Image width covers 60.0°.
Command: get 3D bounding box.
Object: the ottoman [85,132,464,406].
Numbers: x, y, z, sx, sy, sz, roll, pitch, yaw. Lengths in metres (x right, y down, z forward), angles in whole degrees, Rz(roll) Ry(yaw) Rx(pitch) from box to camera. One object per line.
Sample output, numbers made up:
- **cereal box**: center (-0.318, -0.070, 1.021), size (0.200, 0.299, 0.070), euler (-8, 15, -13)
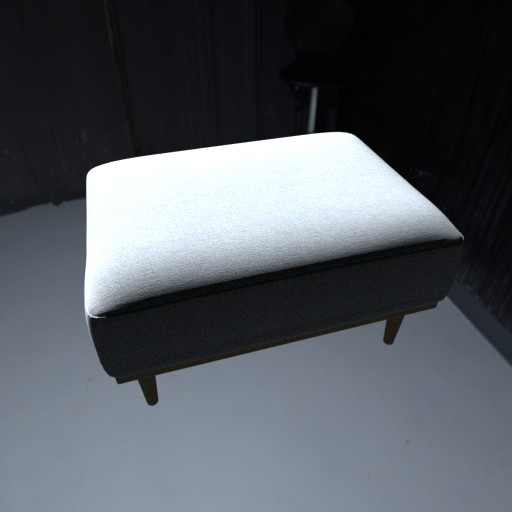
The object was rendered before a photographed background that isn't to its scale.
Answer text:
- **ottoman**: center (0.000, 0.000, 1.091), size (0.749, 0.428, 0.549), euler (-11, 41, -13)
